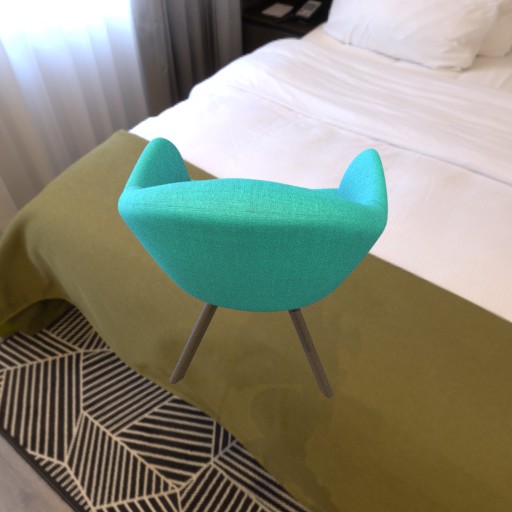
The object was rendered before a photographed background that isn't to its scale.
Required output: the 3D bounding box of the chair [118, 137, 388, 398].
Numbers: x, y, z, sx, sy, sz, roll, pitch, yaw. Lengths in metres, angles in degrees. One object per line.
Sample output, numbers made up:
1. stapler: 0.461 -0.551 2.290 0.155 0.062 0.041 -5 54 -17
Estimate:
1. chair: 0.000 0.000 1.159 0.590 0.795 0.550 4 47 4
